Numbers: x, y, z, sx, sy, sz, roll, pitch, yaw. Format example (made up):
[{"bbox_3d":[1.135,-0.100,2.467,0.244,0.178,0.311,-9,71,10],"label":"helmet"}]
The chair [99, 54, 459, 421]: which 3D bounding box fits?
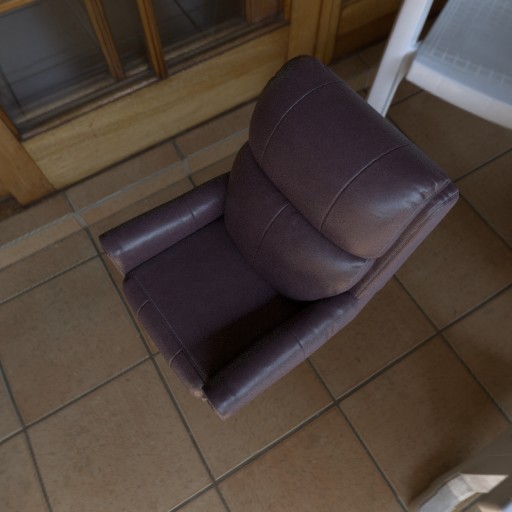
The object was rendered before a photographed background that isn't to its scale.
[{"bbox_3d":[0.000,0.000,1.729,1.014,1.054,0.838,-35,70,-14],"label":"chair"}]
